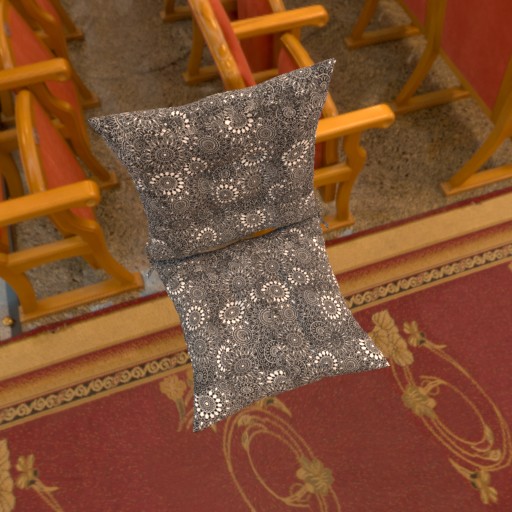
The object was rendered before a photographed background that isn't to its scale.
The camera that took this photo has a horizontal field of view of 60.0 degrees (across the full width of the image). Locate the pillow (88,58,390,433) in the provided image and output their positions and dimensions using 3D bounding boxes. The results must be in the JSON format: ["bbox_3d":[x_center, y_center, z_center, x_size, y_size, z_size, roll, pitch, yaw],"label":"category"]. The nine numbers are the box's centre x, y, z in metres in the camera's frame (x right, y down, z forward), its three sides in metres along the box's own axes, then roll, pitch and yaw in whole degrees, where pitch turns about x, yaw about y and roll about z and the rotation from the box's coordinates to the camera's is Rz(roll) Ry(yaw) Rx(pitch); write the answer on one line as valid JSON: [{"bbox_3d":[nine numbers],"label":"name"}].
[{"bbox_3d":[0.000,0.000,0.994,0.541,0.536,0.585,-17,65,-8],"label":"pillow"}]
